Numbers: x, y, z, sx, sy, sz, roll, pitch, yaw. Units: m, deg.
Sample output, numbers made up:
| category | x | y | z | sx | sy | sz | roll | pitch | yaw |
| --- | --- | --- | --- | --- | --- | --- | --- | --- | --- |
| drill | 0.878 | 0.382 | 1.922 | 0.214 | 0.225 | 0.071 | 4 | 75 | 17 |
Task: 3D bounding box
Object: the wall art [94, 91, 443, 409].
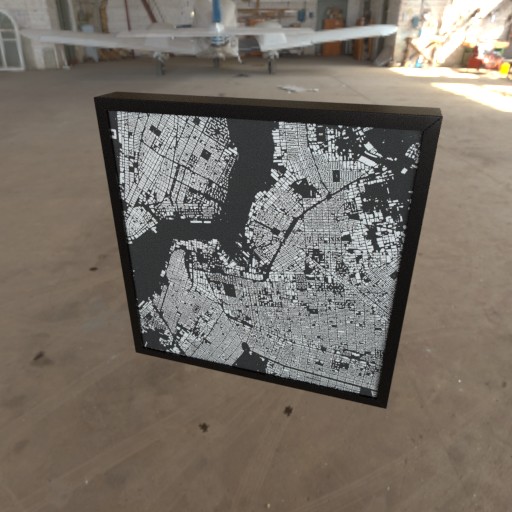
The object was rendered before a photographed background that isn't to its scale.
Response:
| category | x | y | z | sx | sy | sz | roll | pitch | yaw |
| --- | --- | --- | --- | --- | --- | --- | --- | --- | --- |
| wall art | 0.000 | 0.000 | 0.451 | 0.299 | 0.299 | 0.037 | 8 | 29 | 15 |
